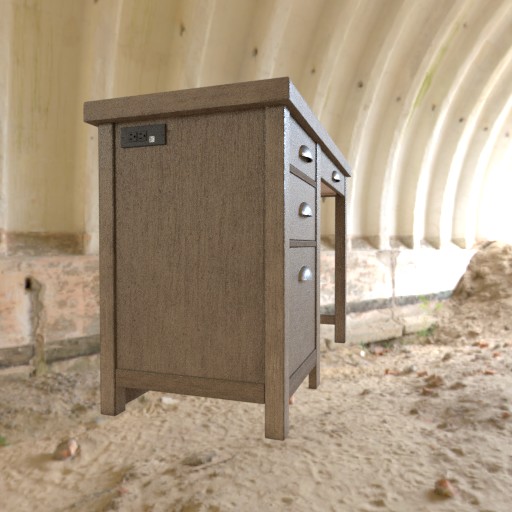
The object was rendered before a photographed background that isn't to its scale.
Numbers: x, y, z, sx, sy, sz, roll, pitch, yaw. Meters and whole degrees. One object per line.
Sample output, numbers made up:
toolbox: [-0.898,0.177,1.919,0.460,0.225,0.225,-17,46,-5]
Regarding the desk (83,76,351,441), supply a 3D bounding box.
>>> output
desk: [0.000,0.000,1.793,0.610,0.912,1.289,0,1,19]
